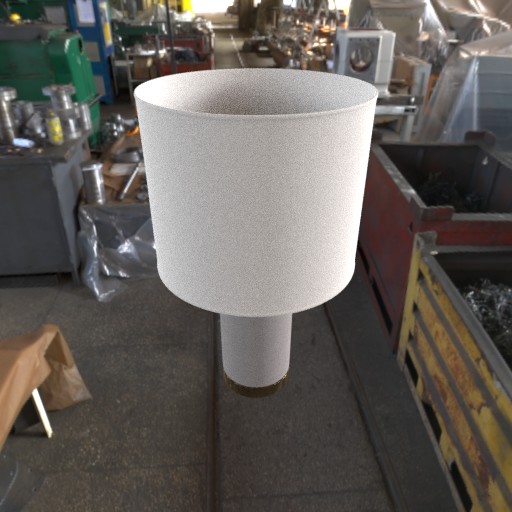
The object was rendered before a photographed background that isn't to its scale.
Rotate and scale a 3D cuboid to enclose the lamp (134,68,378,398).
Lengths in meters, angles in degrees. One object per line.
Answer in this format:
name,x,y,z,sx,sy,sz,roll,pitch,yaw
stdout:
lamp,0.000,0.000,0.524,0.229,0.380,0.229,0,31,0
